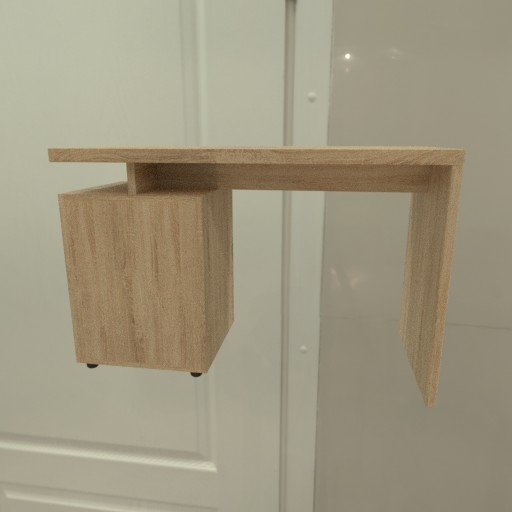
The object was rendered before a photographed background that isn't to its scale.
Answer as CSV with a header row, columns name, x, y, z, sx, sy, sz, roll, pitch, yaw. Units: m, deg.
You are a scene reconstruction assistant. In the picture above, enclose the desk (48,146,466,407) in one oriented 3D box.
name,x,y,z,sx,sy,sz,roll,pitch,yaw
desk,0.000,0.000,1.595,1.200,0.760,0.550,2,15,9
